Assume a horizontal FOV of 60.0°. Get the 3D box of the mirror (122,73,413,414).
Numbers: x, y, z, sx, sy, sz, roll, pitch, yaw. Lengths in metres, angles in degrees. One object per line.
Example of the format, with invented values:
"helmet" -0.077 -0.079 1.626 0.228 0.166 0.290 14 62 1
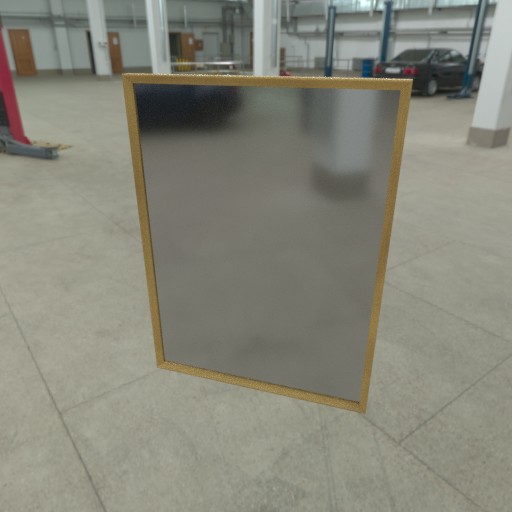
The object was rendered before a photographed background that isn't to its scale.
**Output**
"mirror" 0.000 0.000 1.349 0.762 1.016 0.041 8 27 16
